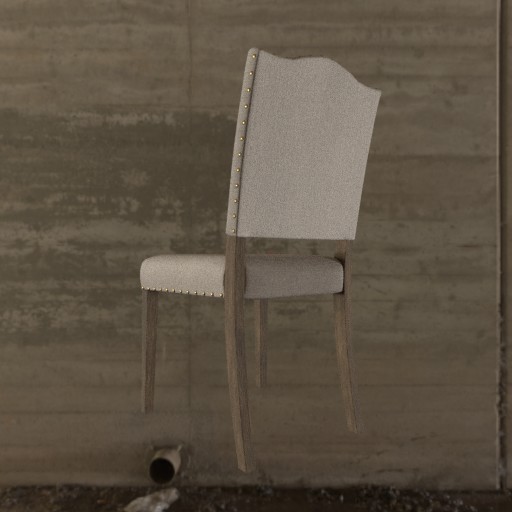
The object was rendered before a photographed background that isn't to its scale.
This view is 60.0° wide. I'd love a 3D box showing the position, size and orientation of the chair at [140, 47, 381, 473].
[{"bbox_3d":[0.000,0.000,1.360,0.508,1.020,0.620,0,0,-36],"label":"chair"}]
